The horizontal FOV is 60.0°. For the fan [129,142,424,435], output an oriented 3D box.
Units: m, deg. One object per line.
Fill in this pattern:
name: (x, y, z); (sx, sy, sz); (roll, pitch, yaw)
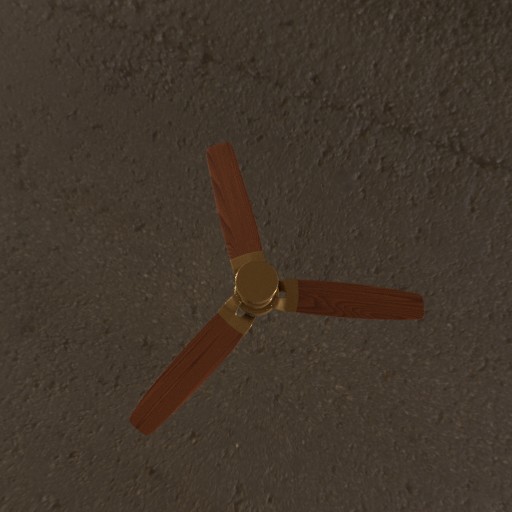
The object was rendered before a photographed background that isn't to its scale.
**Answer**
fan: (0.000, 0.000, 2.017); (1.416, 0.425, 1.271); (-14, 76, -4)
